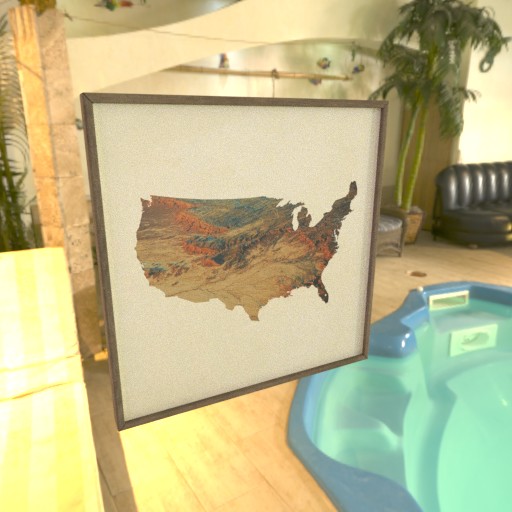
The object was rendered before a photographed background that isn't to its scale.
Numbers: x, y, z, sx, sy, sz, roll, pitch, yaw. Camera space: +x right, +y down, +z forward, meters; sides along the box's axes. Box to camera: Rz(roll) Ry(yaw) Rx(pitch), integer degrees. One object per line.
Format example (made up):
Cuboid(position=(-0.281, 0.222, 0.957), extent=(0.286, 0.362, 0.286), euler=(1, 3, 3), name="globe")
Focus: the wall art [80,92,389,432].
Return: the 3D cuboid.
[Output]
Cuboid(position=(0.000, 0.000, 1.116), extent=(0.749, 0.751, 0.050), euler=(-8, 19, -26), name="wall art")
